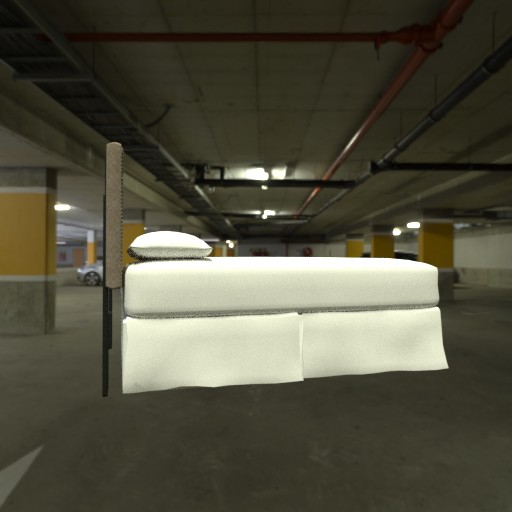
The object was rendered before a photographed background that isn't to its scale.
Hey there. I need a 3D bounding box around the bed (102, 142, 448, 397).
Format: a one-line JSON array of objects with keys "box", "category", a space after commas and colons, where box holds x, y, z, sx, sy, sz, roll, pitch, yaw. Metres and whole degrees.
[{"box": [0.000, 0.000, 3.369, 2.153, 1.518, 1.713, 0, -1, -17], "category": "bed"}]
